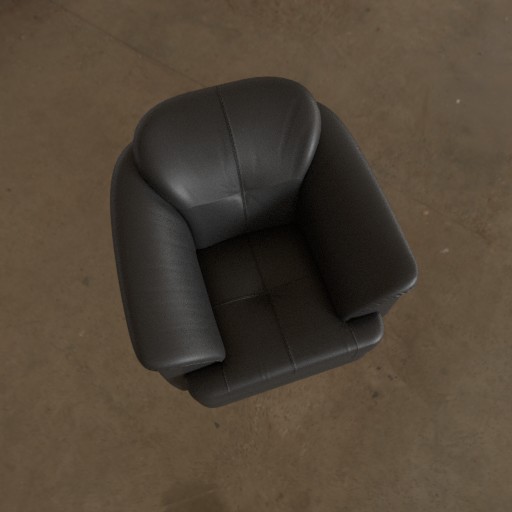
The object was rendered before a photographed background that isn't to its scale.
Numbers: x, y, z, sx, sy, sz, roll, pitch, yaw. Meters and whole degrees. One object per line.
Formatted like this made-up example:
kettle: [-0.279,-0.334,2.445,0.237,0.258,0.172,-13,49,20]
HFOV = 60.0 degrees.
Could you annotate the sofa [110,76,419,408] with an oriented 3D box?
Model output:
sofa: [0.000,0.000,1.502,0.870,0.811,0.794,-16,65,-8]
